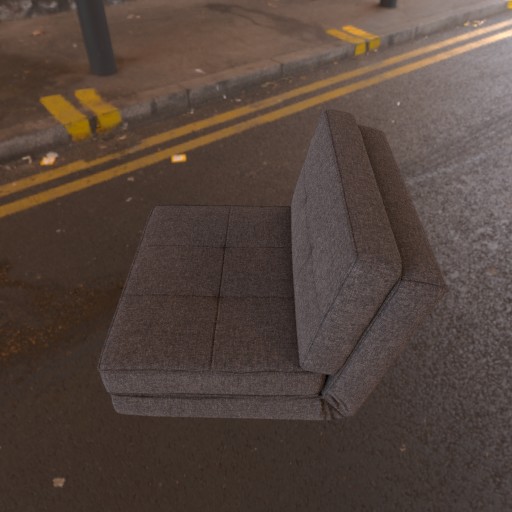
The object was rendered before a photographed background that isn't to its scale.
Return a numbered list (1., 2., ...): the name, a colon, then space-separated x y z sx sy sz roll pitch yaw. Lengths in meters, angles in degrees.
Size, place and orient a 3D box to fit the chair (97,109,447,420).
1. chair: 0.000 0.000 1.318 0.800 0.615 0.740 1 42 1
